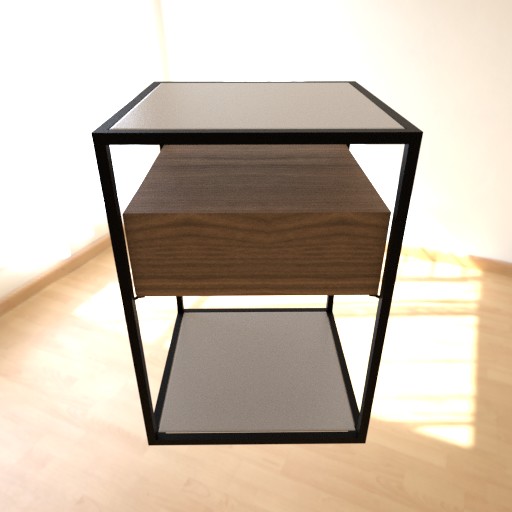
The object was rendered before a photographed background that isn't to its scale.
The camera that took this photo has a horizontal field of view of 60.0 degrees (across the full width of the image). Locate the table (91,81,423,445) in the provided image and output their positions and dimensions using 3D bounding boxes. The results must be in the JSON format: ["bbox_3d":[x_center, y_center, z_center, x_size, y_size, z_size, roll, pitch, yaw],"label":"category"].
[{"bbox_3d":[0.000,0.000,0.801,0.378,0.540,0.378,0,30,-1],"label":"table"}]
